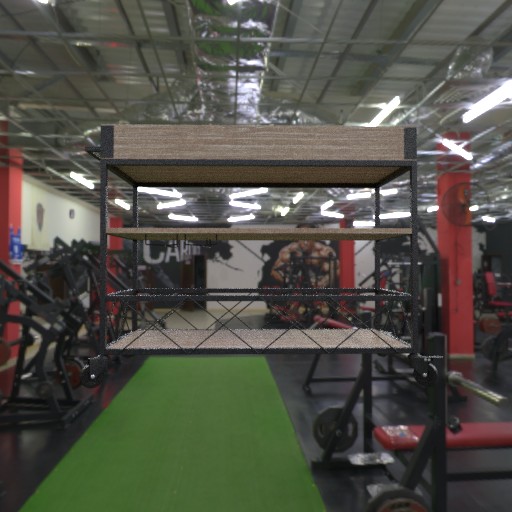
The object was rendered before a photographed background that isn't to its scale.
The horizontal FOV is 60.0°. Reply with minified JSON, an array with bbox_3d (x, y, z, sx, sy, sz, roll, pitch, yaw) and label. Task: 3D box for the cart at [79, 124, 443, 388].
[{"bbox_3d":[0.000,0.000,1.538,1.101,0.787,0.500,0,-1,-1],"label":"cart"}]
